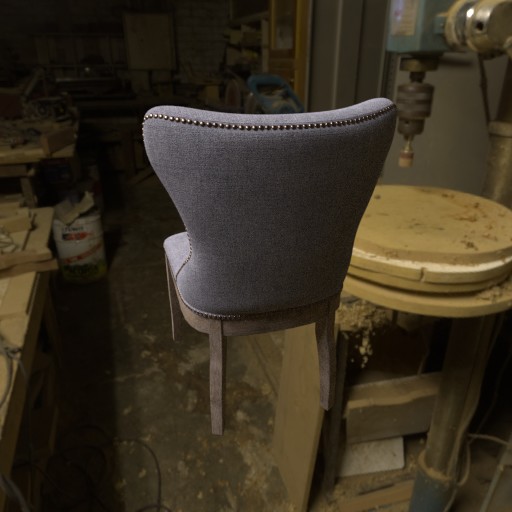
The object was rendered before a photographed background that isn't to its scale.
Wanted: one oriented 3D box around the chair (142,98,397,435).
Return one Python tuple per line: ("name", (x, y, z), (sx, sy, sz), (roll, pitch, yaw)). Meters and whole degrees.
("chair", (0.000, 0.000, 1.449), (0.654, 1.002, 0.681), (-7, 27, -15))
